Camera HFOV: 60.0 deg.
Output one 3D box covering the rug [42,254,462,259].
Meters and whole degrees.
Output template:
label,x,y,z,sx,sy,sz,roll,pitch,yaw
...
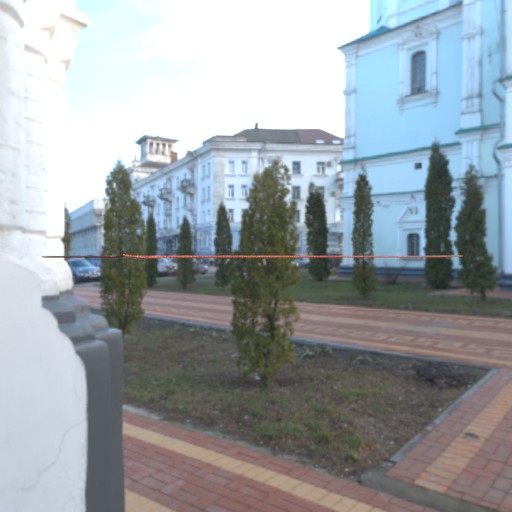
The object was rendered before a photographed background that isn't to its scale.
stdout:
label,x,y,z,sx,sy,sz,roll,pitch,yaw
rug,0.000,0.000,2.873,2.286,0.026,1.521,0,0,-36
